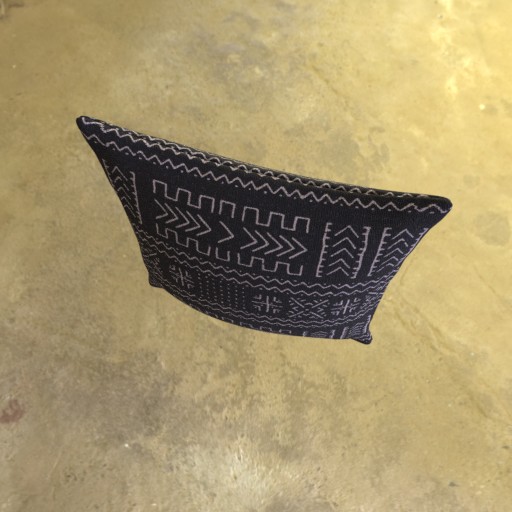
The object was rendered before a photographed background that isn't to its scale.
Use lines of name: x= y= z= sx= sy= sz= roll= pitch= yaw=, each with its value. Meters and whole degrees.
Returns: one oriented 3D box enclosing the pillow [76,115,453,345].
pillow: x=0.000 y=0.000 z=0.665 sx=0.438 sy=0.430 sz=0.164 roll=14 pitch=60 yaw=8
